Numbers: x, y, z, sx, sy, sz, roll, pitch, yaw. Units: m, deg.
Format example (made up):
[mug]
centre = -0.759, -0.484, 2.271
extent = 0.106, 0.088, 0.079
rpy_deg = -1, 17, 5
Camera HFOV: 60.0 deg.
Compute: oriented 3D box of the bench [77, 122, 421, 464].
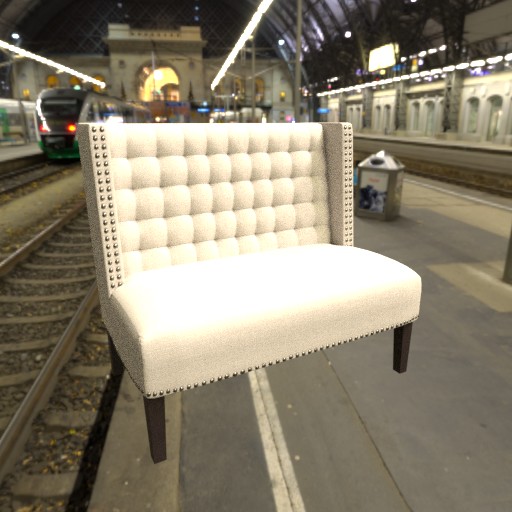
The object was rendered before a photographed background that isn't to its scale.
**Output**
[bench]
centre = 0.000, 0.000, 1.955
extent = 1.280, 1.123, 0.847
rpy_deg = -9, 19, -28
